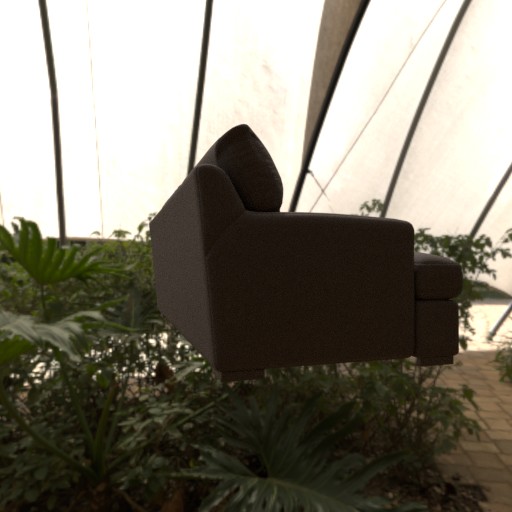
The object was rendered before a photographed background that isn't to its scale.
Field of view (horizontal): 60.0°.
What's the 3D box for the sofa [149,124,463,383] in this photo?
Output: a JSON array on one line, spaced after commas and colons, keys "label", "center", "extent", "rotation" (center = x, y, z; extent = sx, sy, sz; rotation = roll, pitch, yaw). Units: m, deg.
[{"label": "sofa", "center": [0.000, 0.000, 2.738], "extent": [1.140, 0.950, 2.271], "rotation": [0, -1, -18]}]
